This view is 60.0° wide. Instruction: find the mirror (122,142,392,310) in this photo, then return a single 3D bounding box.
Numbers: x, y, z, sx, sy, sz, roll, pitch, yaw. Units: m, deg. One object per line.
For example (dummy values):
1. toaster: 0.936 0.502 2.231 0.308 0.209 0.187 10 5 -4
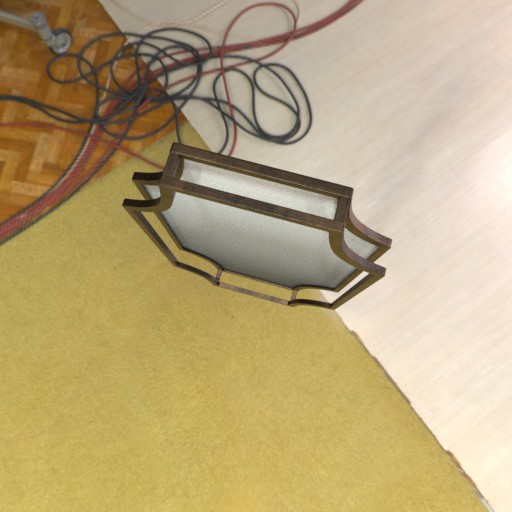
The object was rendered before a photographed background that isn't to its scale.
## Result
1. mirror: 0.000 0.000 0.994 0.462 0.811 0.066 15 77 4
